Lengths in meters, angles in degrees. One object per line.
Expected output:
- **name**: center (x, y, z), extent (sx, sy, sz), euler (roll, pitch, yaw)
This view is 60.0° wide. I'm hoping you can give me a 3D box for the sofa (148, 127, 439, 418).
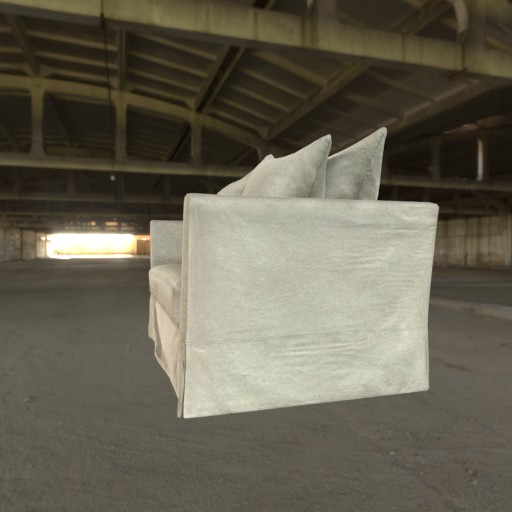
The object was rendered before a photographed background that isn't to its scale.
- **sofa**: center (0.000, 0.000, 2.309), extent (1.035, 1.040, 1.608), euler (0, 1, -18)
